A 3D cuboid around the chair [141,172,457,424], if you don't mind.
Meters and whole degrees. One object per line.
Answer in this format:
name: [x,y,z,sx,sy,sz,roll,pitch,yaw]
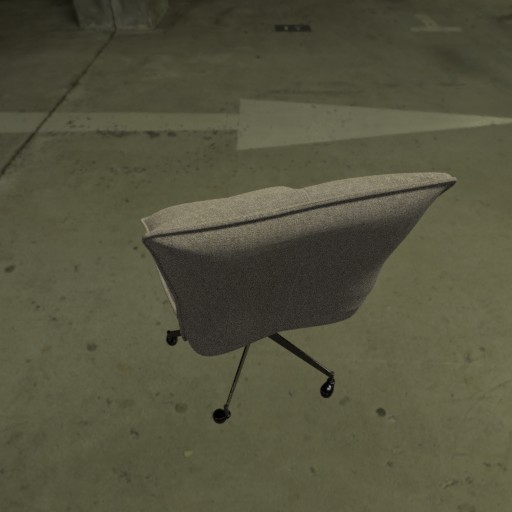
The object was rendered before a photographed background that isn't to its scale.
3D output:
chair: [0.000,0.000,1.268,0.597,0.811,0.696,-12,43,-13]
